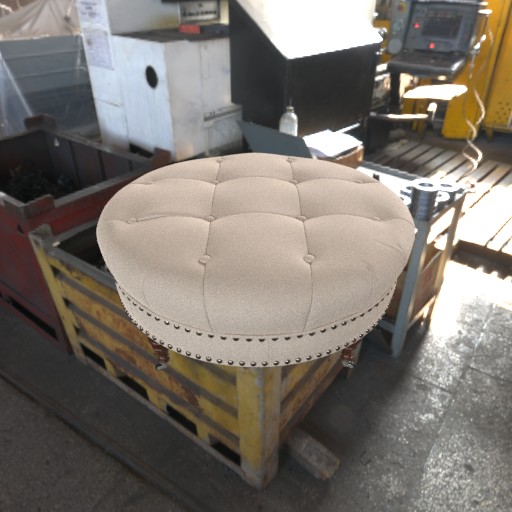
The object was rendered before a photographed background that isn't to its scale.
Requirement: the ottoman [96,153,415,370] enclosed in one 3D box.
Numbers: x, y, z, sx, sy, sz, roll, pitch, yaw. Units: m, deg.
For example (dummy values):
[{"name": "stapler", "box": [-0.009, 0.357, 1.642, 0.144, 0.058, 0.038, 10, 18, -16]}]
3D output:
[{"name": "ottoman", "box": [0.000, 0.000, 1.387, 0.901, 0.439, 0.901, 0, 33, 0]}]
